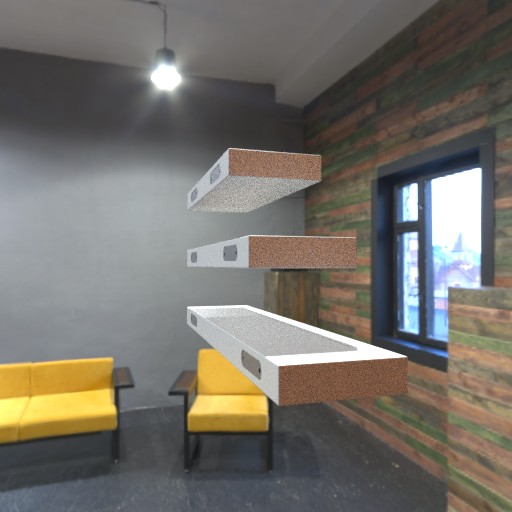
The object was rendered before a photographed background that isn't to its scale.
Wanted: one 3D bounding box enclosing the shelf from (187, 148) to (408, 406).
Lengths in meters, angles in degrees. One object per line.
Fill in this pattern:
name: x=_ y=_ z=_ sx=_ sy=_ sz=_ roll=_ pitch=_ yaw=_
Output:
shelf: x=0.000 y=0.000 z=0.725 sx=0.140 sy=0.293 sz=0.610 roll=0 pitch=-1 yaw=-17
